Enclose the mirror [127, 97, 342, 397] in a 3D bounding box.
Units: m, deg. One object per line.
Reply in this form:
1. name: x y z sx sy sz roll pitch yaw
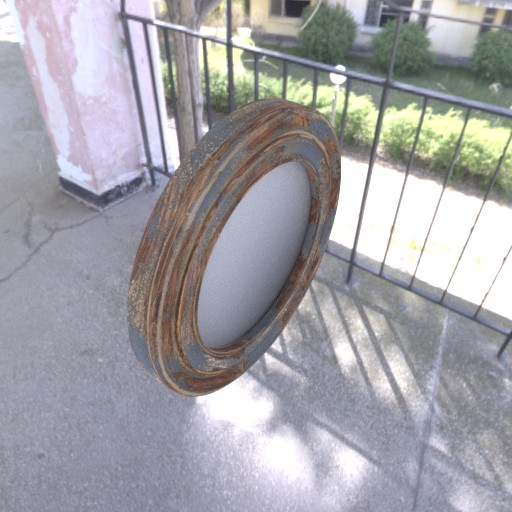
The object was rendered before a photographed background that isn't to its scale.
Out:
1. mirror: 0.000 0.000 0.868 0.061 0.585 0.585 26 48 27
